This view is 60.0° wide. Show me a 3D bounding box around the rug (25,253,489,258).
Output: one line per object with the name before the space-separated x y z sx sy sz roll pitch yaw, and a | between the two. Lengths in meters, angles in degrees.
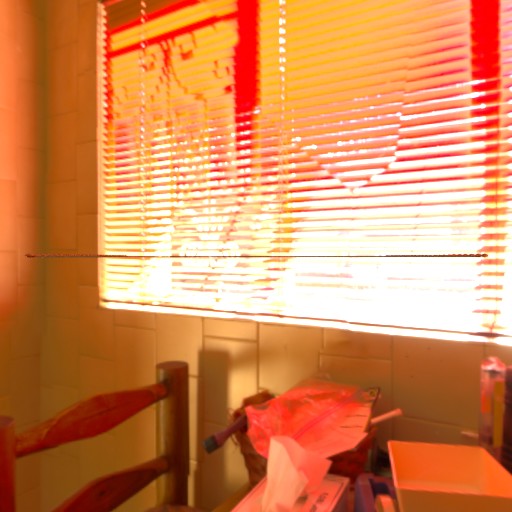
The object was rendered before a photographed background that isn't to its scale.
rug | 0.000 0.000 4.413 3.369 0.035 2.451 0 0 0
